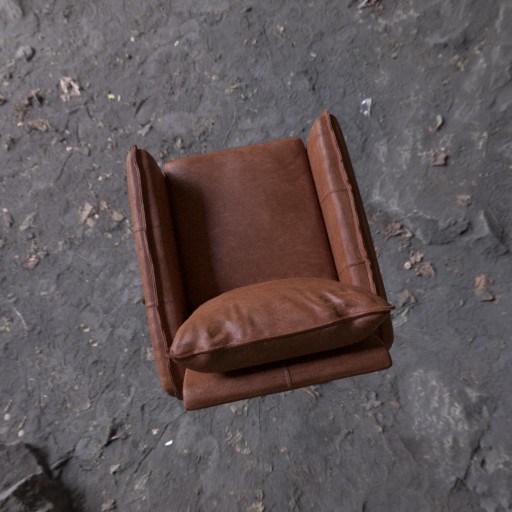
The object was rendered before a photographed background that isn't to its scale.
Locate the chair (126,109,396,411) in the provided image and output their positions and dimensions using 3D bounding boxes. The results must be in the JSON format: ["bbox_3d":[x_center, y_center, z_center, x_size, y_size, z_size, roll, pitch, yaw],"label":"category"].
[{"bbox_3d":[0.000,0.000,1.620,0.830,0.922,0.922,-11,77,-3],"label":"chair"}]
